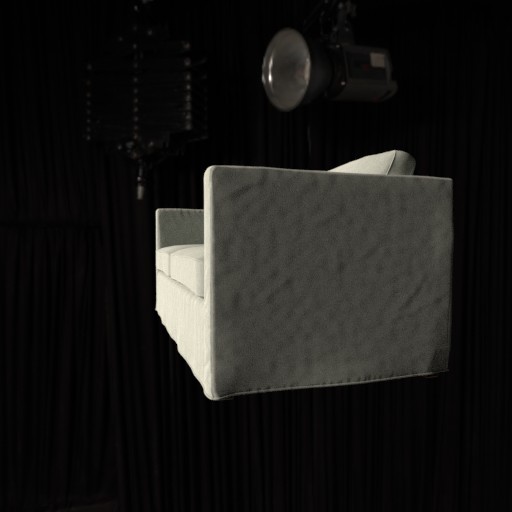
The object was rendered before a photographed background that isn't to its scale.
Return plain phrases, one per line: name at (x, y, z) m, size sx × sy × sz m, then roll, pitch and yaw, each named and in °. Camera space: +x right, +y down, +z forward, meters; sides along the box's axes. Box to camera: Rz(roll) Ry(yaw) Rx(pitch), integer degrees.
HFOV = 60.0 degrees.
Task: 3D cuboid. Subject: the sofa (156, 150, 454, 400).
sofa at (0.000, 0.000, 2.422) m, size 0.940 × 0.870 × 1.987 m, roll -1°, pitch 2°, yaw -17°
